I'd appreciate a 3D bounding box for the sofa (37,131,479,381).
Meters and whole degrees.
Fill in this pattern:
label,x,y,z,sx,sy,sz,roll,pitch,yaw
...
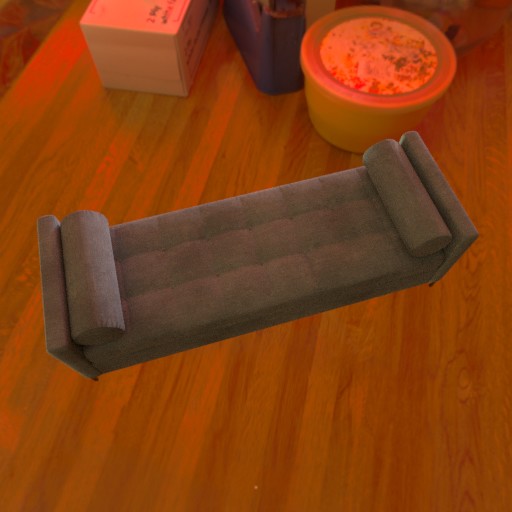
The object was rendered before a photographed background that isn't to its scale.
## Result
label,x,y,z,sx,sy,sz,roll,pitch,yaw
sofa,0.000,0.000,2.345,1.981,0.635,0.686,-14,63,-7
